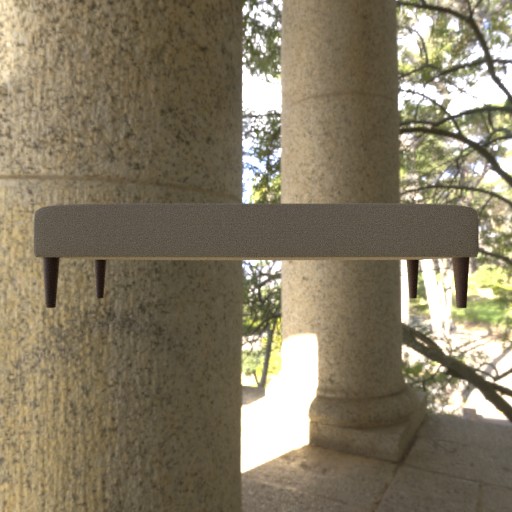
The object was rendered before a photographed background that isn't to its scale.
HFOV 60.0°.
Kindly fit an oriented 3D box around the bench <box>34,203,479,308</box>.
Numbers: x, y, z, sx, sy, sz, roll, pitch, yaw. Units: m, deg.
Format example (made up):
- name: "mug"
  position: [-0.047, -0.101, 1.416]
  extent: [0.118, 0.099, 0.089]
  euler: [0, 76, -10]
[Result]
- name: "bench"
  position: [0.000, 0.000, 1.889]
  extent: [1.609, 0.393, 0.646]
  euler: [0, -2, 0]
